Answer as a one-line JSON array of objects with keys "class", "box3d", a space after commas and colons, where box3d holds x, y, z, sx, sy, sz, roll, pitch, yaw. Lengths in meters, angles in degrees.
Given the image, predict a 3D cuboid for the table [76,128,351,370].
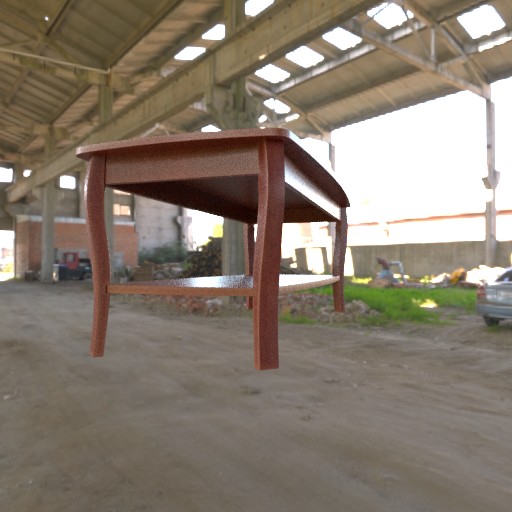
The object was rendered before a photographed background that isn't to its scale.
[{"class": "table", "box3d": [0.000, 0.000, 1.481, 0.561, 0.473, 1.216, 0, -1, 18]}]
